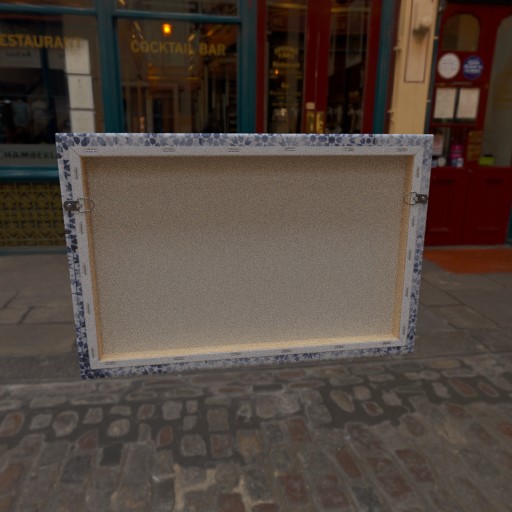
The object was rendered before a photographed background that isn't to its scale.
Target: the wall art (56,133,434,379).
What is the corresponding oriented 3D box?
[{"bbox_3d":[0.000,0.000,0.765,0.608,0.406,0.030,-2,14,-9],"label":"wall art"}]
